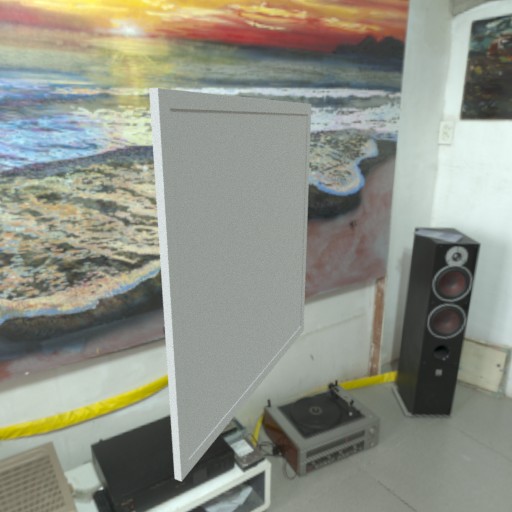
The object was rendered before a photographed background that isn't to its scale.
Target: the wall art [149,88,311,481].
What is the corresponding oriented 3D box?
[{"bbox_3d":[0.000,0.000,0.987,0.015,0.660,0.660,8,19,24],"label":"wall art"}]
